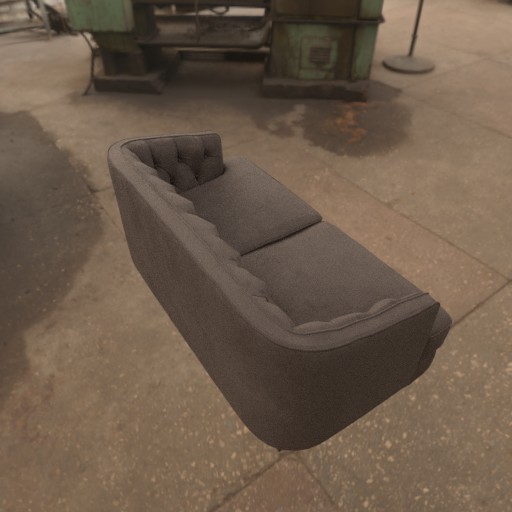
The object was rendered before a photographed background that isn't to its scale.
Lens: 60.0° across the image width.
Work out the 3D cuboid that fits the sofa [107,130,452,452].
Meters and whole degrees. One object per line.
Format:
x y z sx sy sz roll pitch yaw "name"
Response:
0.000 0.000 2.248 0.941 0.855 1.733 -24 47 -25 "sofa"
